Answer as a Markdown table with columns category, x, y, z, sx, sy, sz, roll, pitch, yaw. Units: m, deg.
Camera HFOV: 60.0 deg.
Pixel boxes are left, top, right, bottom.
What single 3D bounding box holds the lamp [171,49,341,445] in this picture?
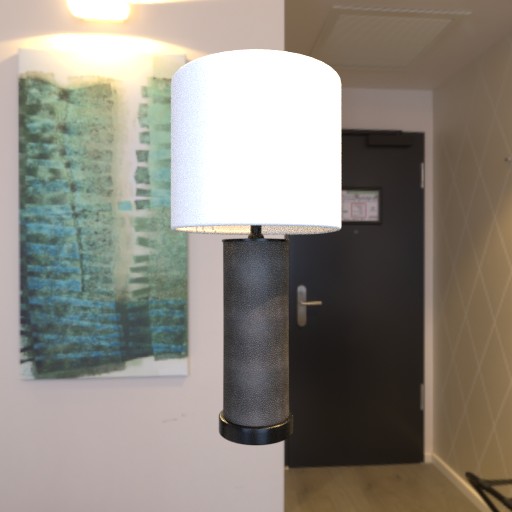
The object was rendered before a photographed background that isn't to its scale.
| category | x | y | z | sx | sy | sz | roll | pitch | yaw |
| --- | --- | --- | --- | --- | --- | --- | --- | --- | --- |
| lamp | 0.000 | 0.000 | 0.809 | 0.305 | 0.634 | 0.305 | 0 | 0 | -35 |
